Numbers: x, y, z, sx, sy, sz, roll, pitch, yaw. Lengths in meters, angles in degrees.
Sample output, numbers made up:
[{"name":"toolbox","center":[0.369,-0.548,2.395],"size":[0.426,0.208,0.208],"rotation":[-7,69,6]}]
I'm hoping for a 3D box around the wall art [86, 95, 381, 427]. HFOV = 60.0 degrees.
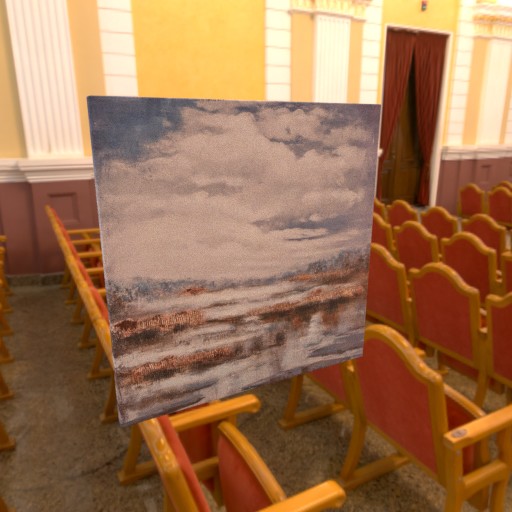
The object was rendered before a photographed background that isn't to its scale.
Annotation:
[{"name":"wall art","center":[0.000,0.000,1.541],"size":[1.010,1.020,0.040],"rotation":[-8,18,-27]}]
